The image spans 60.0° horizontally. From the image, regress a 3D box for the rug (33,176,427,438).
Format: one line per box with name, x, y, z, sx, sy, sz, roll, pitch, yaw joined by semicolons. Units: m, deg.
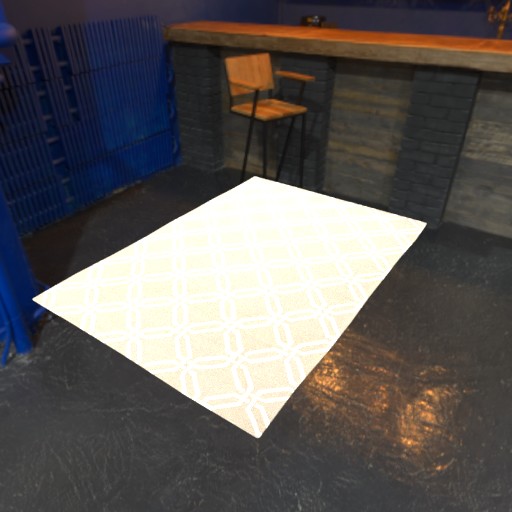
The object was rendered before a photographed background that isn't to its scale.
rug;0.000;0.000;2.797;1.524;0.013;2.135;21;38;29
